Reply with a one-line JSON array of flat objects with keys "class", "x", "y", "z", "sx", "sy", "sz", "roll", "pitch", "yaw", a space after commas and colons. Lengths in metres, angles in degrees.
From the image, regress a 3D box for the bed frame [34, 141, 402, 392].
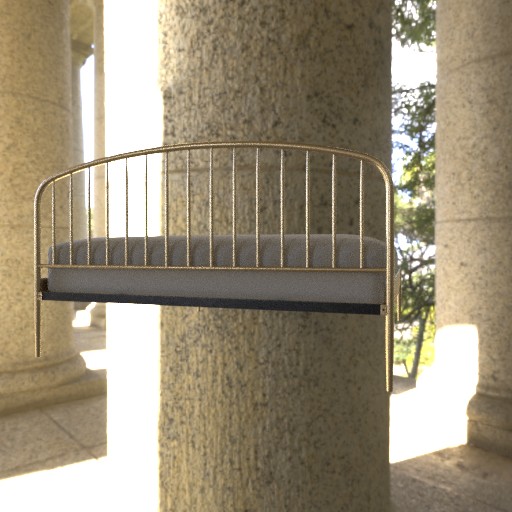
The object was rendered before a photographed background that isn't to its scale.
[{"class": "bed frame", "x": 0.000, "y": 0.000, "z": 3.279, "sx": 2.016, "sy": 1.174, "sz": 2.152, "roll": 0, "pitch": 0, "yaw": 19}]
